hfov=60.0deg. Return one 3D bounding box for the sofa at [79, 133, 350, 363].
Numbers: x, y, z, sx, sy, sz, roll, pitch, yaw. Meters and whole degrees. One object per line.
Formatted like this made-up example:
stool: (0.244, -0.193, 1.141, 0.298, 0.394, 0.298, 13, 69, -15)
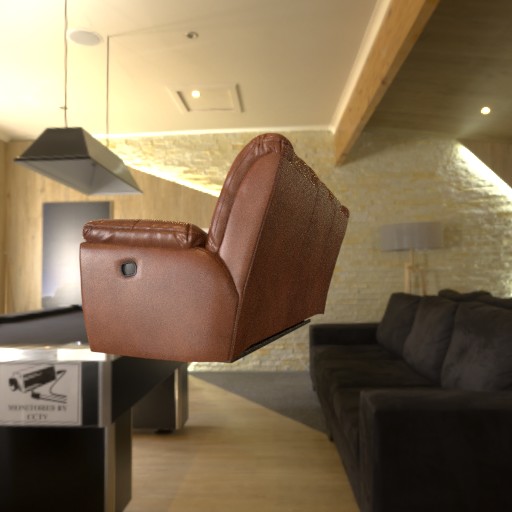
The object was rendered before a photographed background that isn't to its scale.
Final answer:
sofa: (0.000, 0.000, 2.925, 0.991, 1.043, 2.337, -1, -2, 18)
